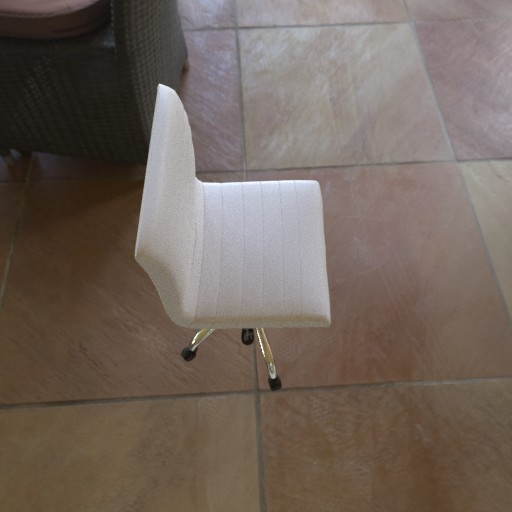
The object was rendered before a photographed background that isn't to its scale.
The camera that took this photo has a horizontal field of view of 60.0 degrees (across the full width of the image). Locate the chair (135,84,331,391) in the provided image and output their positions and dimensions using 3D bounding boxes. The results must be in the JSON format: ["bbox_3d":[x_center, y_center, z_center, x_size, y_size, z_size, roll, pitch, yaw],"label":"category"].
[{"bbox_3d":[0.000,0.000,1.084,0.455,0.750,0.520,0,63,0],"label":"chair"}]
